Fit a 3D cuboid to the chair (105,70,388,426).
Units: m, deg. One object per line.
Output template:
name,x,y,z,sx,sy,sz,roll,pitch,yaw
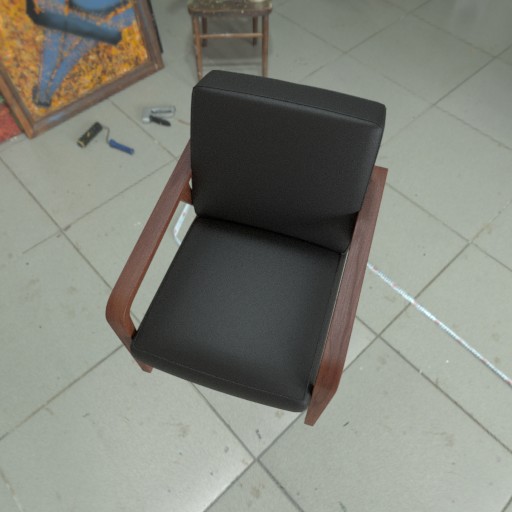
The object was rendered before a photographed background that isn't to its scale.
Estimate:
chair,0.000,0.000,1.529,0.719,0.861,0.889,15,59,9
